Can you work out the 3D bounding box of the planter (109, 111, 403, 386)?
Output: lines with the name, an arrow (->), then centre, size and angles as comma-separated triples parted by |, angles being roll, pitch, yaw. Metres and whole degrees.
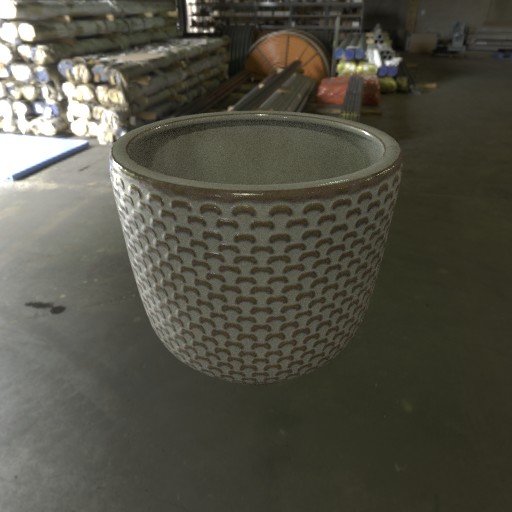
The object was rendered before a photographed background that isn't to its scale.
planter -> 0.000, 0.000, 0.246 | 0.139, 0.130, 0.139 | 0, 30, 0
